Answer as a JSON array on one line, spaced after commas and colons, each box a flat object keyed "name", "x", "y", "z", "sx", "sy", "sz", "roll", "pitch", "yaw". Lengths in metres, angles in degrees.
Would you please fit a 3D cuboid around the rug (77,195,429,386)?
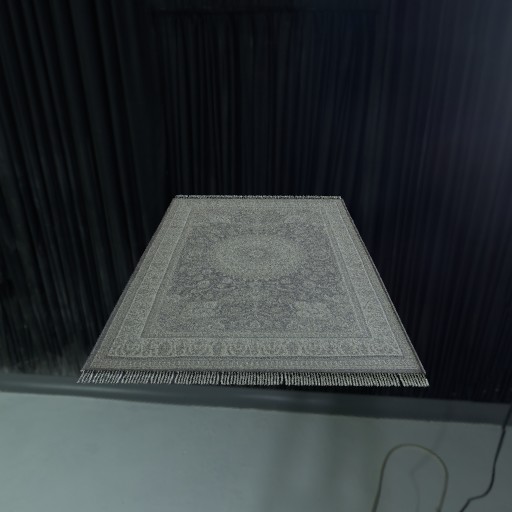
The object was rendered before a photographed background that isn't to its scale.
[{"name": "rug", "x": 0.000, "y": 0.000, "z": 2.975, "sx": 1.528, "sy": 0.010, "sz": 2.440, "roll": 0, "pitch": 27, "yaw": 1}]
